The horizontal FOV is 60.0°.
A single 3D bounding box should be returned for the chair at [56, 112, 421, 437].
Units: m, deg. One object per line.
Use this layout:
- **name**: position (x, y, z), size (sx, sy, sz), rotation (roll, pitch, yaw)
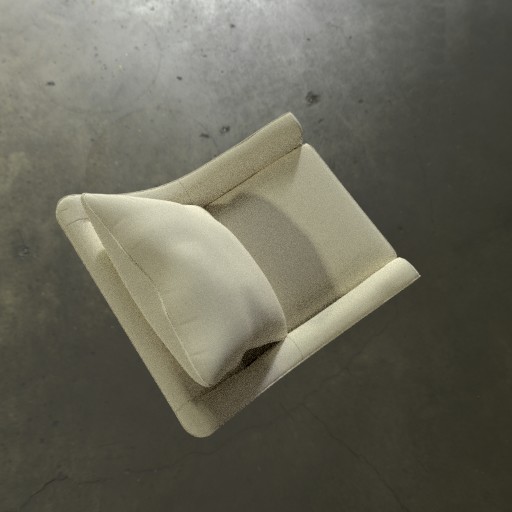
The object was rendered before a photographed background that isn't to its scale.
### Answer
- **chair**: position (0.000, 0.000, 1.530), size (0.876, 0.965, 0.756), rotation (-34, 78, -8)
